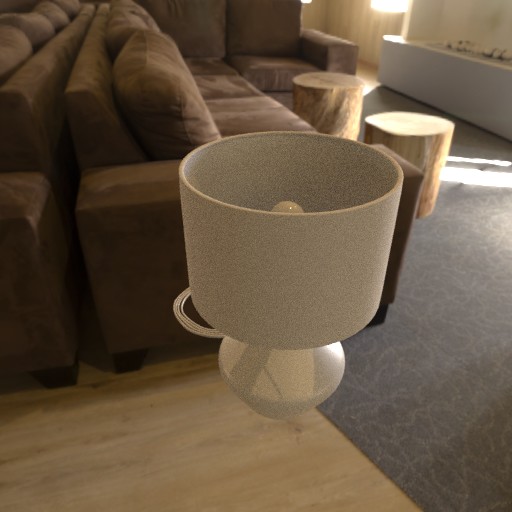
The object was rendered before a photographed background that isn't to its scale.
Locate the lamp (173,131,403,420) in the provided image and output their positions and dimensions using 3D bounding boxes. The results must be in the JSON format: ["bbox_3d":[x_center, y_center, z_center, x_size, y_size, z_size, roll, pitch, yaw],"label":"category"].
[{"bbox_3d":[0.000,0.000,0.838,0.401,0.457,0.546,0,33,1],"label":"lamp"}]
